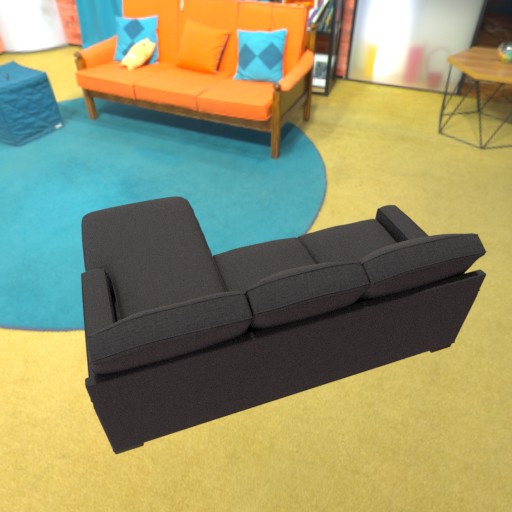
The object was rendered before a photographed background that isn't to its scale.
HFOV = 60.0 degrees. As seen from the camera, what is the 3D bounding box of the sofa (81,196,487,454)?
[{"bbox_3d":[0.000,0.000,3.189,2.370,0.973,1.790,-13,43,-14],"label":"sofa"}]
